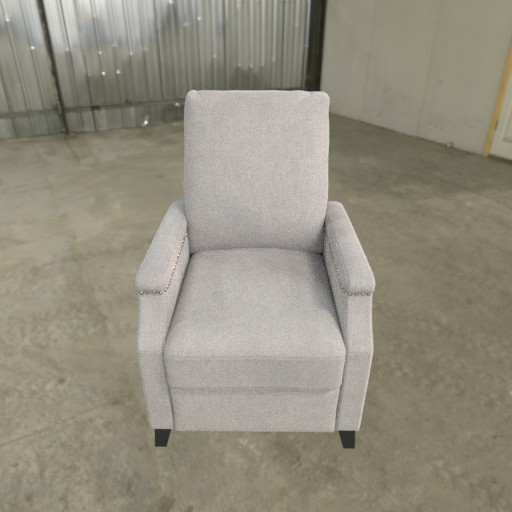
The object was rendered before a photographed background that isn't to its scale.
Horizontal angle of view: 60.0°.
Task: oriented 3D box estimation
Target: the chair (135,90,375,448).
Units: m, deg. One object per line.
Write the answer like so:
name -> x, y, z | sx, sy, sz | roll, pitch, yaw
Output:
chair -> 0.000, 0.000, 1.625 | 0.710, 1.049, 0.922 | 0, 30, 1
